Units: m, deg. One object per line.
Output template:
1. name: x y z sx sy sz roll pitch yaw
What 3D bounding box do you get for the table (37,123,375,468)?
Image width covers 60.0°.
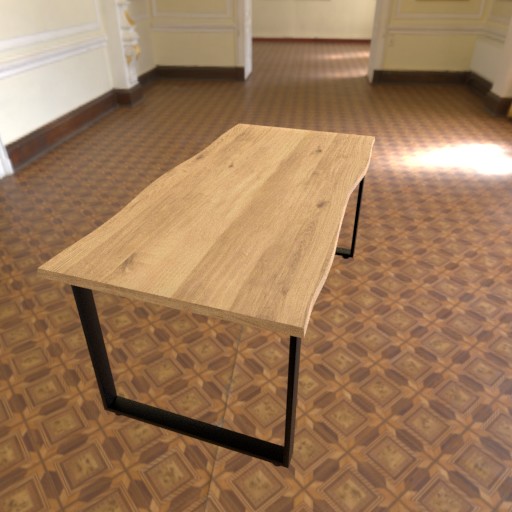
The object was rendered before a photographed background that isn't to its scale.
1. table: 0.000 0.000 2.212 0.900 0.780 1.800 10 33 16
